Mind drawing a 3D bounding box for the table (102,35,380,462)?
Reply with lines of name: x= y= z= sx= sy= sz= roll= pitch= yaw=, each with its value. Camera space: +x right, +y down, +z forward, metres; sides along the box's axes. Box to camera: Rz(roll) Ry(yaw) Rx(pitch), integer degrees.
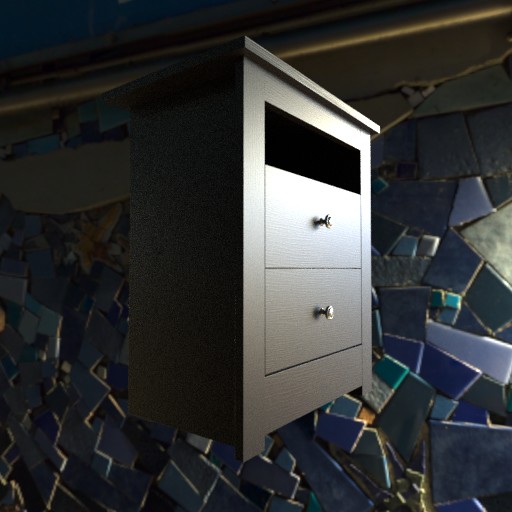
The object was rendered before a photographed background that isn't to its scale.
table: x=0.000 y=0.000 z=1.079 sx=0.408 sy=0.711 sz=0.589 roll=-1 pitch=-2 yaw=37
